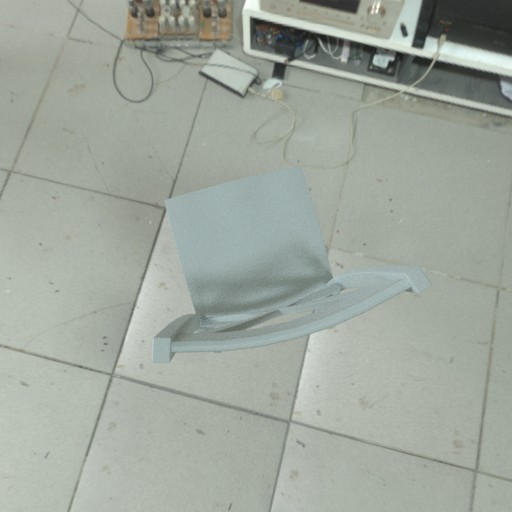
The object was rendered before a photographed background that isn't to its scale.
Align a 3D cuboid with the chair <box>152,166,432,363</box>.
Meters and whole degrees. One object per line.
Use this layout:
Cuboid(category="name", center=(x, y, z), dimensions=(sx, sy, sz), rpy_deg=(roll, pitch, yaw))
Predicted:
Cuboid(category="chair", center=(0.000, 0.000, 1.270), dimensions=(0.485, 0.983, 0.542), rpy_deg=(-15, 76, -4))
